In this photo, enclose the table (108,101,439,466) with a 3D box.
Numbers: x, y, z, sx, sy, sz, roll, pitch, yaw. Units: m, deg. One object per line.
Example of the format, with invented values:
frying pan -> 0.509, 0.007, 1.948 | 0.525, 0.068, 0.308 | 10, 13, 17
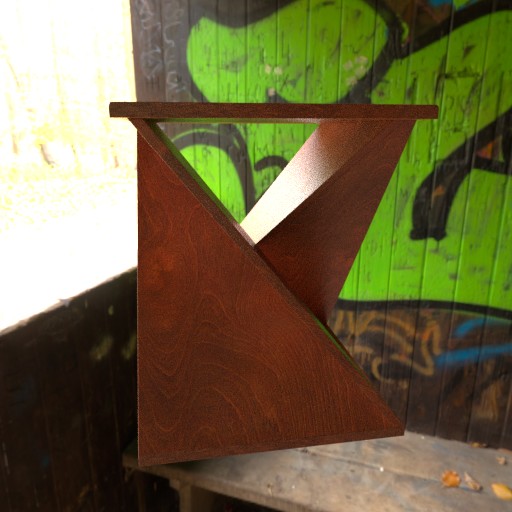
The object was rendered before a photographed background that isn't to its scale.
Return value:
table -> 0.000, 0.000, 0.833 | 0.427, 0.520, 0.427 | -3, 16, -9
